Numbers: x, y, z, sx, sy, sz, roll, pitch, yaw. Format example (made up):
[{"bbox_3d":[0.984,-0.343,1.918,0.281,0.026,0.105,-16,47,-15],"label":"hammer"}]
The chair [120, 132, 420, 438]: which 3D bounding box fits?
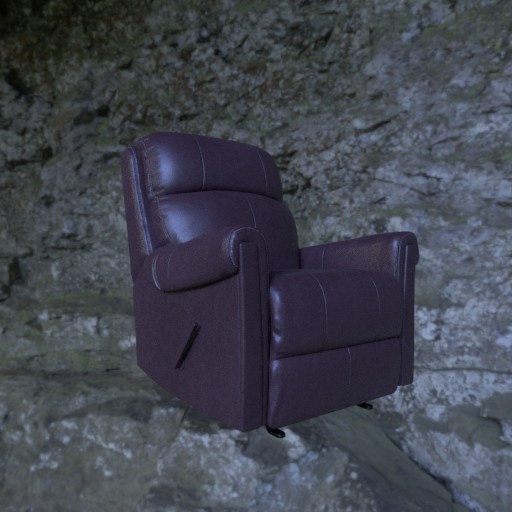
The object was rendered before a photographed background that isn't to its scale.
[{"bbox_3d":[0.000,0.000,1.750,0.838,1.054,1.014,-1,1,-36],"label":"chair"}]
